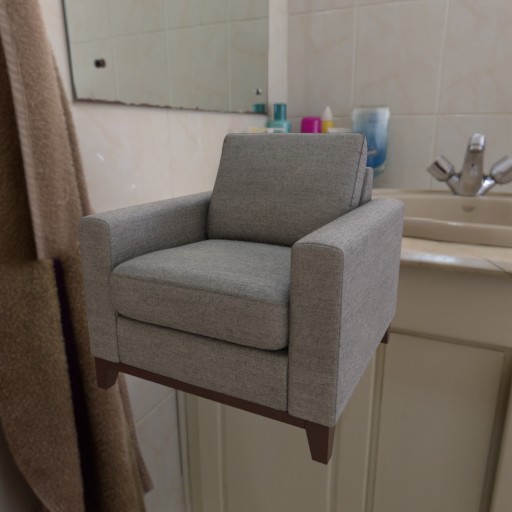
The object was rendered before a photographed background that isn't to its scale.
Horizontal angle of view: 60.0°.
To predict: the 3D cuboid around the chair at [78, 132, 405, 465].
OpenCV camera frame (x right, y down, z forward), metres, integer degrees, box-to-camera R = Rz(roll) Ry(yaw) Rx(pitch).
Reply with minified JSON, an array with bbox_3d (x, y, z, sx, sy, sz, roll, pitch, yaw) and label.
[{"bbox_3d":[0.000,0.000,1.876,1.024,1.010,1.038,8,17,26],"label":"chair"}]
